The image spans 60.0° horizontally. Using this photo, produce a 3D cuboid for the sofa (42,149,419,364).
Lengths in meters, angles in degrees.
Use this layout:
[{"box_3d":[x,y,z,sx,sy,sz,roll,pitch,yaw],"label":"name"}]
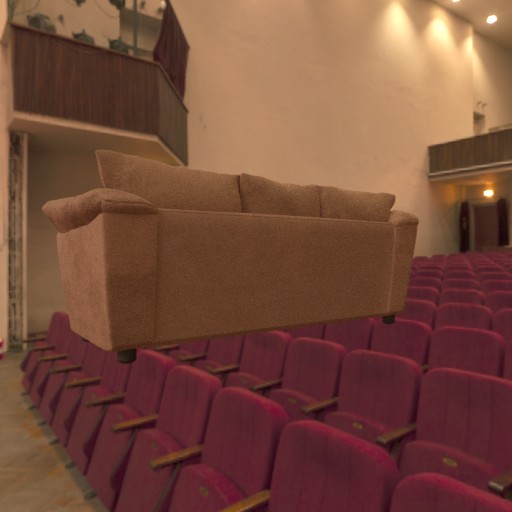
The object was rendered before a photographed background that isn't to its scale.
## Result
[{"box_3d":[0.000,0.000,2.839,2.377,0.981,0.893,0,1,-36],"label":"sofa"}]
